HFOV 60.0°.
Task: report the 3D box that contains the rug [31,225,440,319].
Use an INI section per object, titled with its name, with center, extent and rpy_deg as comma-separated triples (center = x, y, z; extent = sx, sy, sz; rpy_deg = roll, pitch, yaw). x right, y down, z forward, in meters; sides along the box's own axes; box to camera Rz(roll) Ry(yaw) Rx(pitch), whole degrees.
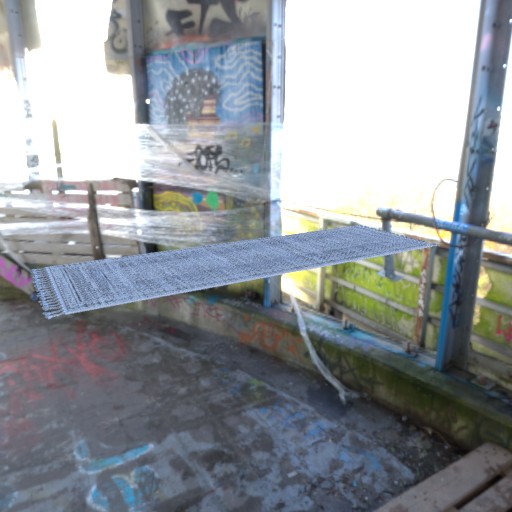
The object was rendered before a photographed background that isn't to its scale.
[rug]
center = 0.000, 0.000, 2.744
extent = 2.480, 0.013, 0.786
rpy_deg = -9, 18, -29
